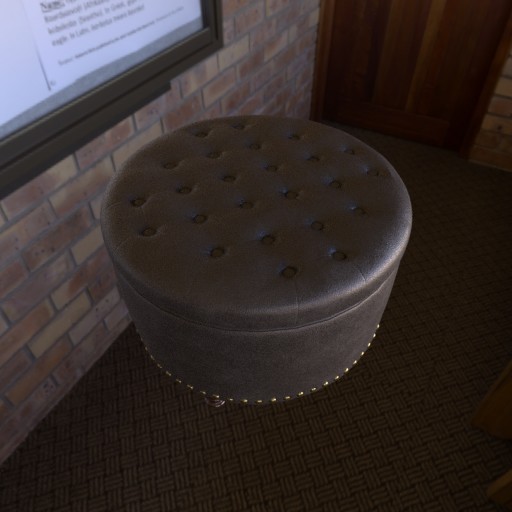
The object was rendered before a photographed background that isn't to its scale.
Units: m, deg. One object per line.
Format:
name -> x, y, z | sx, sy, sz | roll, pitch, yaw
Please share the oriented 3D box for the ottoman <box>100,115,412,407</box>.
ottoman -> 0.000, 0.000, 1.059 | 0.637, 0.442, 0.637 | 0, 45, 0
